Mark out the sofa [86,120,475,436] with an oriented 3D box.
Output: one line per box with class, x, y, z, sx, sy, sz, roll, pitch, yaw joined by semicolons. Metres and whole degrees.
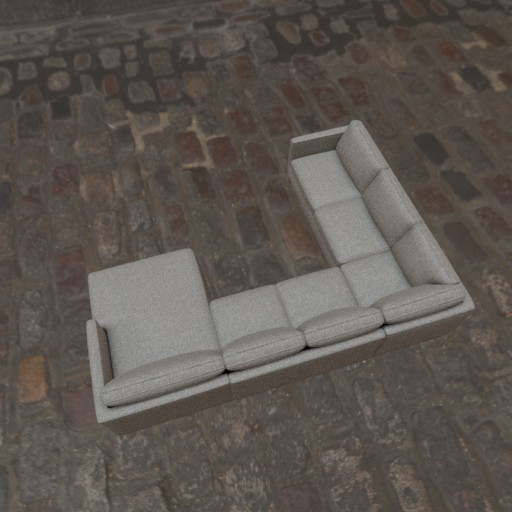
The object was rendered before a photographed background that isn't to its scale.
sofa;0.000;0.000;4.545;3.403;0.889;2.551;-15;60;-9
